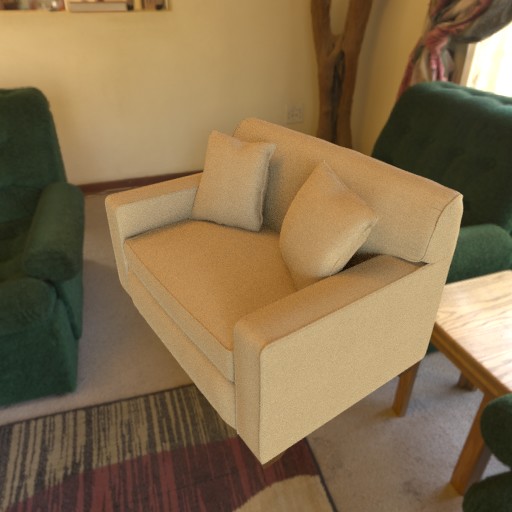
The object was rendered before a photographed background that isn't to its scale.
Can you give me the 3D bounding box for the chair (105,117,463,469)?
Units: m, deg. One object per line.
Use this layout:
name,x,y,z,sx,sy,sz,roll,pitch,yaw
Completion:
chair,0.000,0.000,2.091,1.000,0.948,1.383,-20,37,-30
